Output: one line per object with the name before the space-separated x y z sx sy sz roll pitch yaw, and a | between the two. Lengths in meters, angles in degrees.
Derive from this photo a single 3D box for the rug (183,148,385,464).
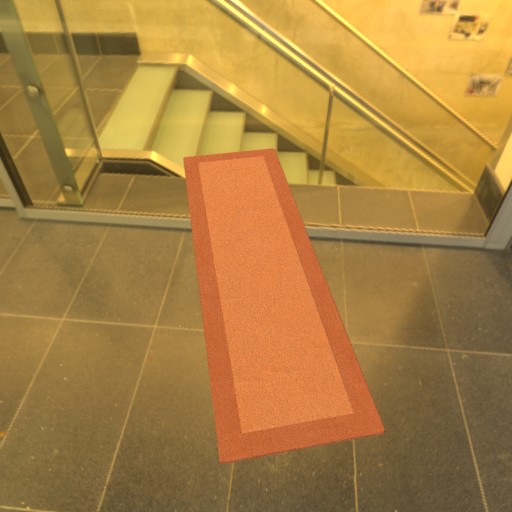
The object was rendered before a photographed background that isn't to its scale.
rug | 0.000 0.000 2.798 0.914 0.013 2.471 -10 46 -10
